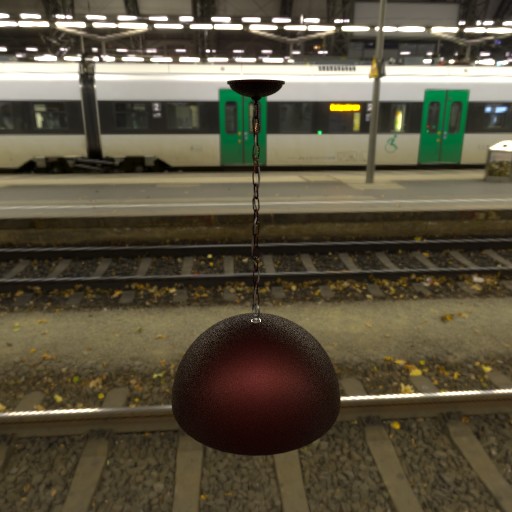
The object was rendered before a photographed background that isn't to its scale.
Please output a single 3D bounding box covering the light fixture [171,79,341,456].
[{"bbox_3d":[0.000,0.000,1.184,0.492,0.869,0.492,-8,19,-24],"label":"light fixture"}]
